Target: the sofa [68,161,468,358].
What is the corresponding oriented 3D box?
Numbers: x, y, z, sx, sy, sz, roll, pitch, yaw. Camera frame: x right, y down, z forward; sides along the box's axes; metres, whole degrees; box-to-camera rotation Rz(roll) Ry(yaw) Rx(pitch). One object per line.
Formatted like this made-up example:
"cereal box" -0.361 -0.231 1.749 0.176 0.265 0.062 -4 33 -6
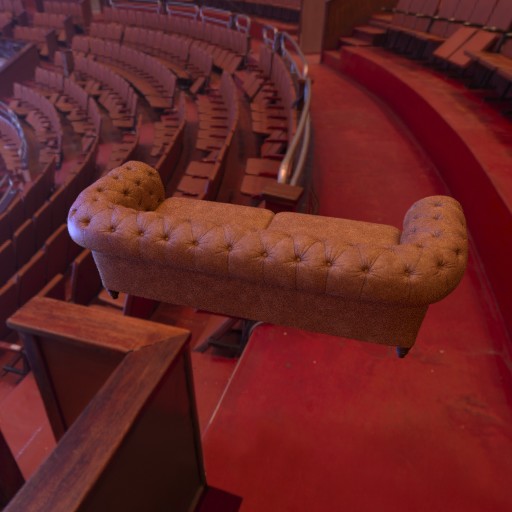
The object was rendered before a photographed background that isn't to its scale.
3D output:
"sofa" 0.000 0.000 2.762 2.365 0.760 0.989 9 33 15
